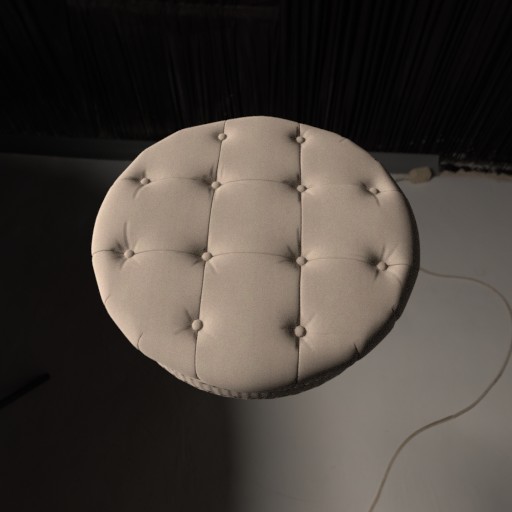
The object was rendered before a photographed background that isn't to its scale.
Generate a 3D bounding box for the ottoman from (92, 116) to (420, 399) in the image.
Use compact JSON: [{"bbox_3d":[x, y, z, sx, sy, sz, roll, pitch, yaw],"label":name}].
[{"bbox_3d":[0.000,0.000,1.365,0.901,0.439,0.901,0,59,0],"label":"ottoman"}]
